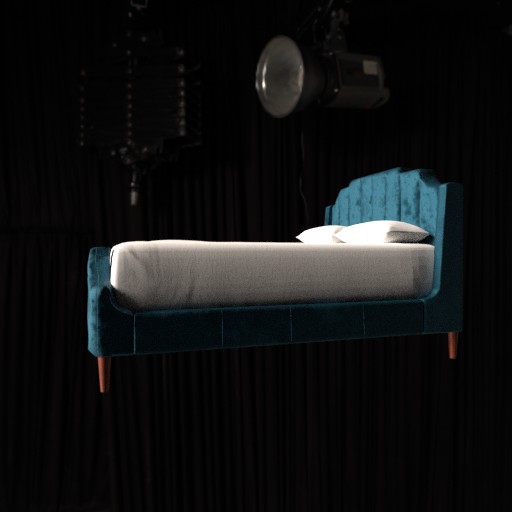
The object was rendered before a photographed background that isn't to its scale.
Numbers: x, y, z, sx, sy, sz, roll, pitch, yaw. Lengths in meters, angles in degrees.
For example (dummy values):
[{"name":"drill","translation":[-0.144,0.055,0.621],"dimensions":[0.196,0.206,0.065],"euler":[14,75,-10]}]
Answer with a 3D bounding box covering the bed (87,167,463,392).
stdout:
[{"name":"bed","translation":[0.000,0.000,3.326],"dimensions":[2.322,1.338,1.678],"euler":[0,1,-18]}]
